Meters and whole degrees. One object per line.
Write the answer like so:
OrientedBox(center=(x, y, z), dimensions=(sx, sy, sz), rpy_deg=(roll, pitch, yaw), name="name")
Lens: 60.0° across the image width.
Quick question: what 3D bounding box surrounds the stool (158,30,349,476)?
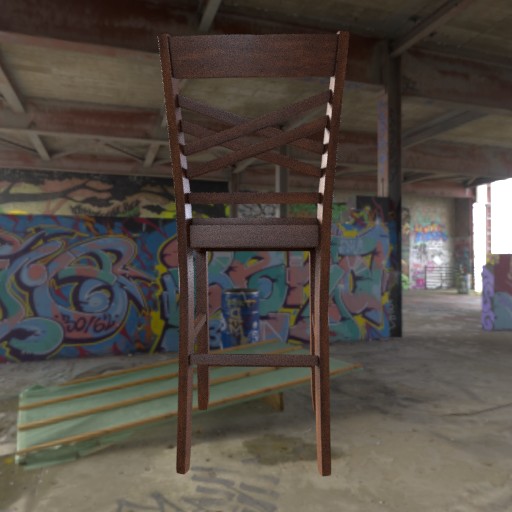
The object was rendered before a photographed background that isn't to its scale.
OrientedBox(center=(0.000, 0.000, 1.318), dimensions=(0.462, 1.079, 0.539), rpy_deg=(0, -1, 2), name="stool")
